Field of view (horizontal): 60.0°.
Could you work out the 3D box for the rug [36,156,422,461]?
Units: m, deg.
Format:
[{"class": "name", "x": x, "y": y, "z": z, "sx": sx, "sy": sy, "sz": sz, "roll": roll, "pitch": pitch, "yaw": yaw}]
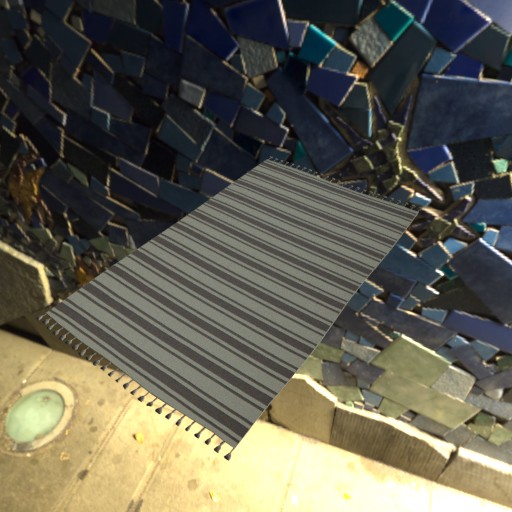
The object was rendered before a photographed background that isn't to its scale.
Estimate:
[{"class": "rug", "x": 0.000, "y": 0.000, "z": 2.581, "sx": 1.229, "sy": 0.011, "sz": 2.096, "roll": 25, "pitch": 47, "yaw": 26}]
